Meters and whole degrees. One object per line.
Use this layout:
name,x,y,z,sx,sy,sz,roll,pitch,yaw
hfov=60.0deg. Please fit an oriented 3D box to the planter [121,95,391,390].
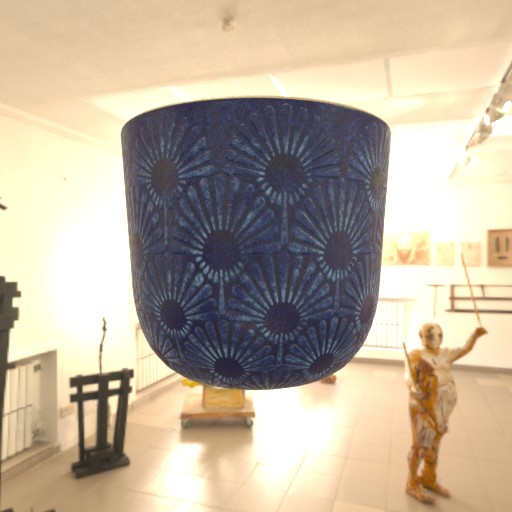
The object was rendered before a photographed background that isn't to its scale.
planter,0.000,0.000,0.291,0.170,0.153,0.170,0,0,0
